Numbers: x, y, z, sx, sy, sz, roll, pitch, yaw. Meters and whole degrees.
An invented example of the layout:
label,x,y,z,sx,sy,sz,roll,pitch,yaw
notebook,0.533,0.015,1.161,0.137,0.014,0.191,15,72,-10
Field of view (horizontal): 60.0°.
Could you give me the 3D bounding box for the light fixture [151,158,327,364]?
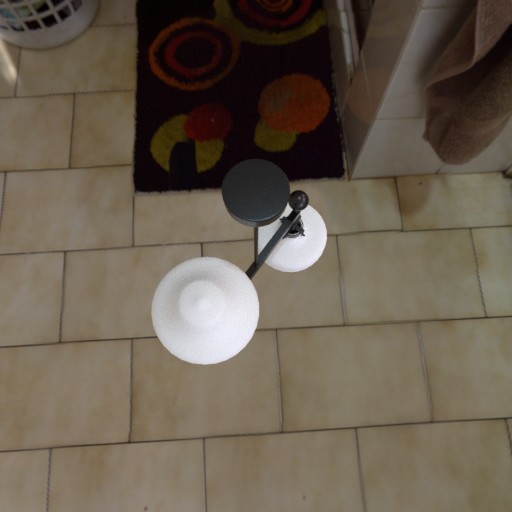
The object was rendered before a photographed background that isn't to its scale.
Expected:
label,x,y,z,sx,sy,sz,roll,pitch,yaw
light fixture,0.000,0.000,1.021,0.422,0.743,0.489,-1,74,0
